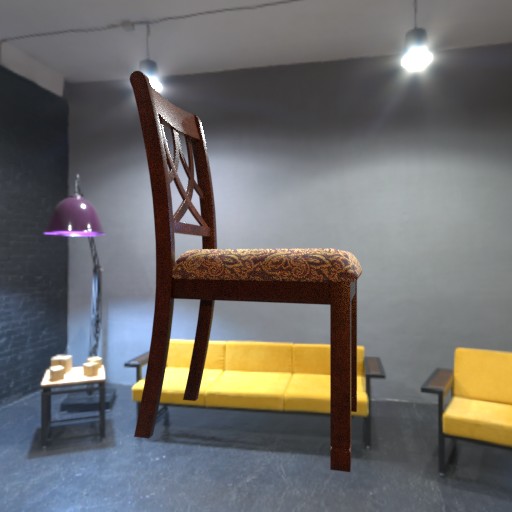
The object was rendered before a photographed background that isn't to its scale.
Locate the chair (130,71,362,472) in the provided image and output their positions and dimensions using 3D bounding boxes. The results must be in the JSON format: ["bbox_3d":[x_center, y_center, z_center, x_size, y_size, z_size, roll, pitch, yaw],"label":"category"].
[{"bbox_3d":[0.000,0.000,1.272,0.584,0.965,0.457,0,0,15],"label":"chair"}]
